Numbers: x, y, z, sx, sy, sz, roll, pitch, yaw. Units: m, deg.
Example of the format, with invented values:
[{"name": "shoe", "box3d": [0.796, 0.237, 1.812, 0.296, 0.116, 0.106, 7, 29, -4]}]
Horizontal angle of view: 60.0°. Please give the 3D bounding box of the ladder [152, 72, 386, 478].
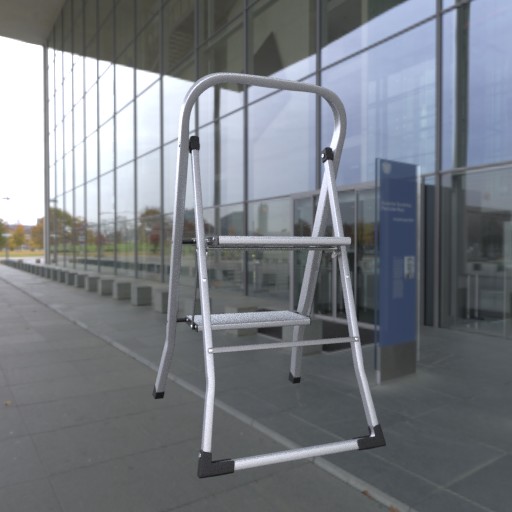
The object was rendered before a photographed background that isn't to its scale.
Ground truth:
[{"name": "ladder", "box3d": [0.000, 0.000, 1.136, 0.465, 0.830, 0.530, 0, 1, -20]}]
